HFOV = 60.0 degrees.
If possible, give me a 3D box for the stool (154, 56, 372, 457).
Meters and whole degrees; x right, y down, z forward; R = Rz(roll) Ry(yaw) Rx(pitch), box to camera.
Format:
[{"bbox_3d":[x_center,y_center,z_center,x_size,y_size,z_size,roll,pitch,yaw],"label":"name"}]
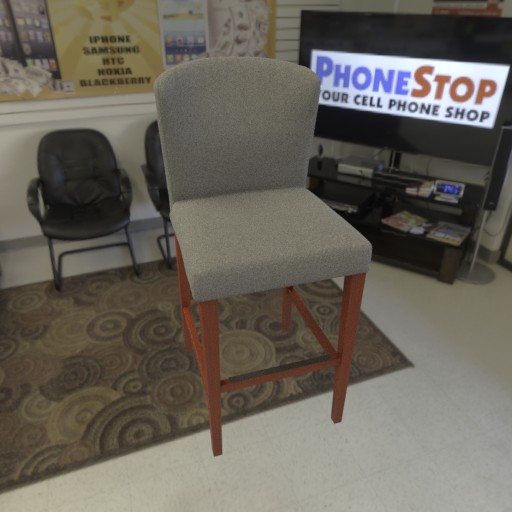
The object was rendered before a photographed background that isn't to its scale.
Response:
[{"bbox_3d":[0.000,0.000,1.358,0.481,1.069,0.568,-9,31,-15],"label":"stool"}]
